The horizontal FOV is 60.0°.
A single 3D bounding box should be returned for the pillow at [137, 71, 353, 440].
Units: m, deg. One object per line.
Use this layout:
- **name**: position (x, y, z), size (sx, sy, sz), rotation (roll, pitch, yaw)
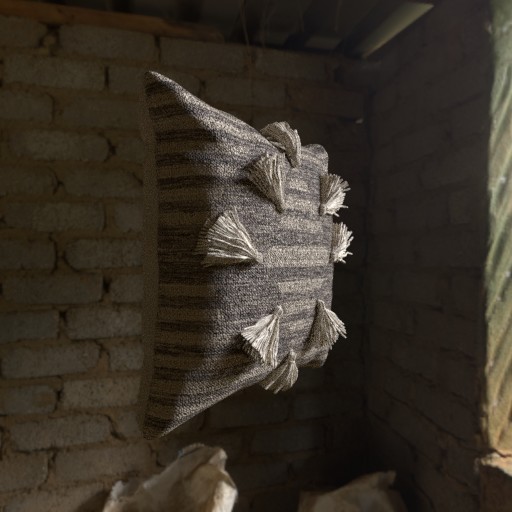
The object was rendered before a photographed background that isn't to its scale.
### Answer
- **pillow**: position (0.000, 0.000, 0.770), size (0.234, 0.490, 0.484), rotation (0, 0, 35)
